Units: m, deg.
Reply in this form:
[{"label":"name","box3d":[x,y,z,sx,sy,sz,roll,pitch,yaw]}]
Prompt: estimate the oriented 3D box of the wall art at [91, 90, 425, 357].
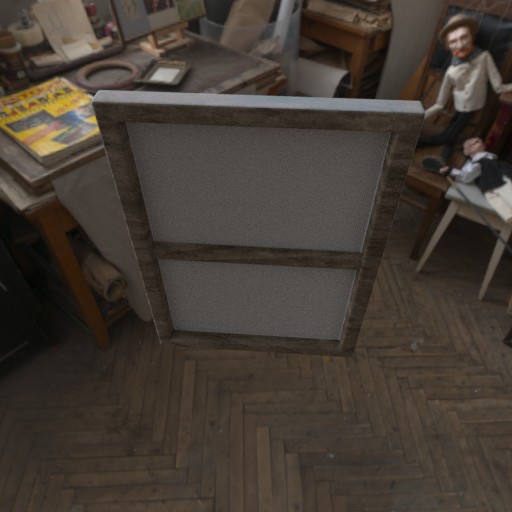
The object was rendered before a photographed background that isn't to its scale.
[{"label":"wall art","box3d":[0.000,0.000,0.813,0.443,0.605,0.035,3,47,3]}]
